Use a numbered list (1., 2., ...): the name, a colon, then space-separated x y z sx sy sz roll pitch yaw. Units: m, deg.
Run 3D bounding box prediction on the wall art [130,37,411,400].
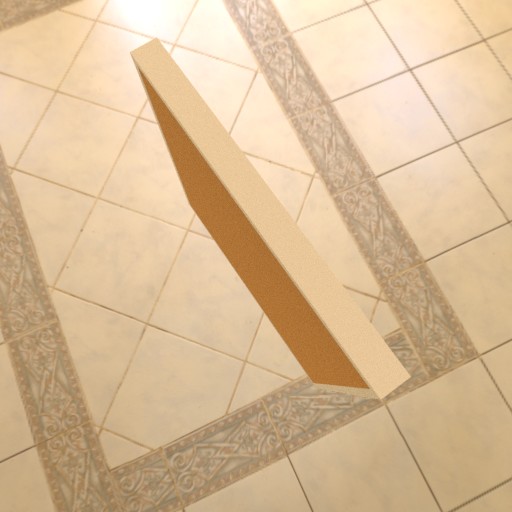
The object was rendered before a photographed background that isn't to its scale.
1. wall art: 0.000 0.000 0.452 0.024 0.304 0.304 -33 77 -9
